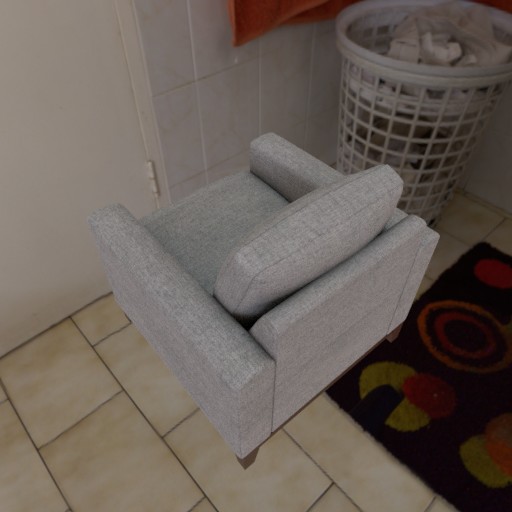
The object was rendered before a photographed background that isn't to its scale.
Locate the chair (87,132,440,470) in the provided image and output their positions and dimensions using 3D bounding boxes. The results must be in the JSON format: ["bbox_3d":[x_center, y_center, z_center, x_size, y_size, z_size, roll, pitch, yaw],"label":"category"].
[{"bbox_3d":[0.000,0.000,1.911,1.024,1.010,1.038,-31,54,-26],"label":"chair"}]
